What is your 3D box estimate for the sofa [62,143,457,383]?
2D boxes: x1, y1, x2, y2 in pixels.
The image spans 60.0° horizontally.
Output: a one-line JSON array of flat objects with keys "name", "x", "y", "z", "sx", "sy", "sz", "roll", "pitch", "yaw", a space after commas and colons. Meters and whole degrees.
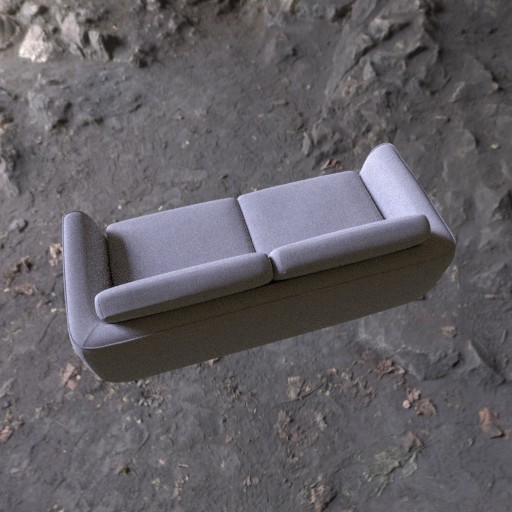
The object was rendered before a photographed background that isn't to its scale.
[{"name": "sofa", "x": 0.000, "y": 0.000, "z": 2.510, "sx": 2.000, "sy": 0.850, "sz": 0.920, "roll": -14, "pitch": 59, "yaw": -9}]
